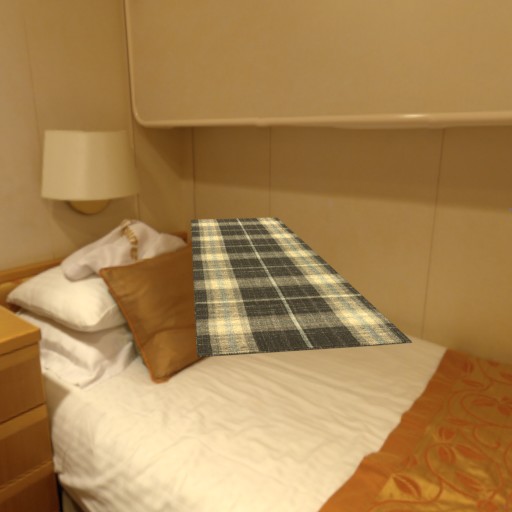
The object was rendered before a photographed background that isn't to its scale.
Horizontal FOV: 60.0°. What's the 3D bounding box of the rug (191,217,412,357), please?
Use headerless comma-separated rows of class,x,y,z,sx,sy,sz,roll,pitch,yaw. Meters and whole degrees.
rug,0.000,0.000,2.671,0.760,0.012,2.434,-2,16,-8
